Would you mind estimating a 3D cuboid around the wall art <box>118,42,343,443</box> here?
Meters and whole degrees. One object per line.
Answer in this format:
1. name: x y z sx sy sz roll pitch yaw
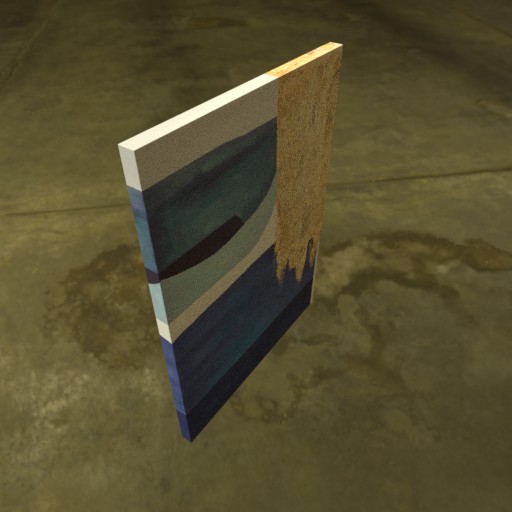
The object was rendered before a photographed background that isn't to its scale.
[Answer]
1. wall art: 0.000 0.000 0.796 0.026 0.613 0.458 25 47 26
